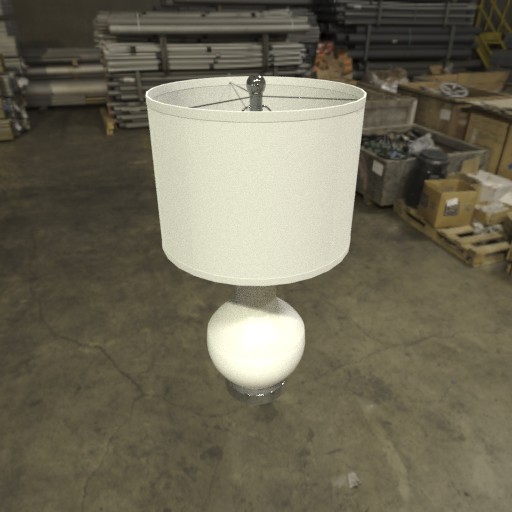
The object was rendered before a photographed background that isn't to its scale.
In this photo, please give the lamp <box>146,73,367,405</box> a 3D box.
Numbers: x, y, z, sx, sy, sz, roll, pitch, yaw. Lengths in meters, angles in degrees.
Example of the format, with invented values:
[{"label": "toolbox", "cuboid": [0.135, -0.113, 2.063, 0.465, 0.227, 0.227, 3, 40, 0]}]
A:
[{"label": "lamp", "cuboid": [0.000, 0.000, 0.878, 0.357, 0.673, 0.357, -8, 30, -15]}]
